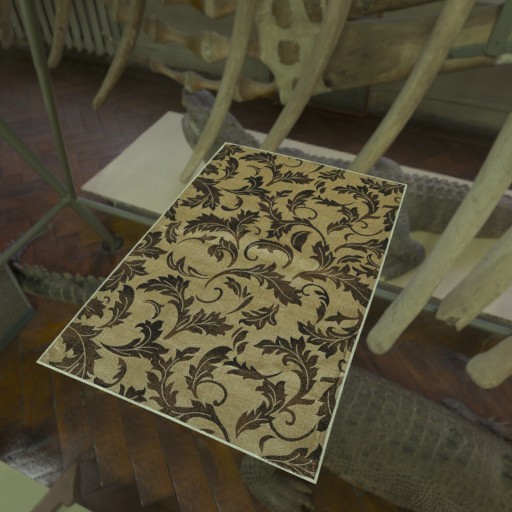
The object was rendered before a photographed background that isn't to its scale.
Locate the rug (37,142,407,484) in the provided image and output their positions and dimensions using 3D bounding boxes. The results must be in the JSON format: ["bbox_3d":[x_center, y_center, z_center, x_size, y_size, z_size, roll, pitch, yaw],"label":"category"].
[{"bbox_3d":[0.000,0.000,2.818,1.522,0.008,2.284,17,48,16],"label":"rug"}]
